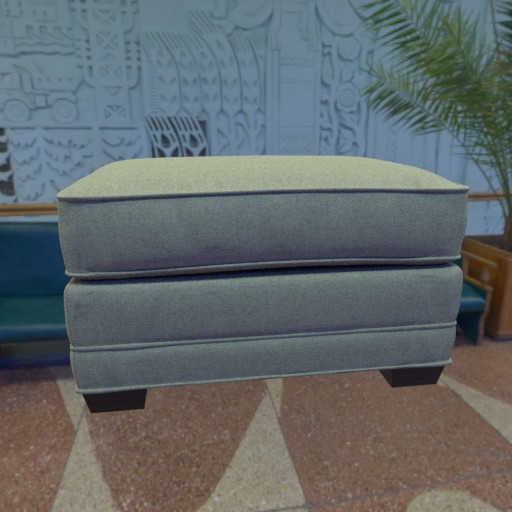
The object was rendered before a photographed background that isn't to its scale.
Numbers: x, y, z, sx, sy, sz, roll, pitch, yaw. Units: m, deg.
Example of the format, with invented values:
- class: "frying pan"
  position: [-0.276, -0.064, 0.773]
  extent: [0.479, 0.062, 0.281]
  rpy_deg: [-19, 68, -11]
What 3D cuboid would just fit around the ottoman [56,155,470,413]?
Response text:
- class: "ottoman"
  position: [0.000, 0.000, 1.172]
  extent: [0.848, 0.508, 0.611]
  rpy_deg: [-2, 17, -8]
